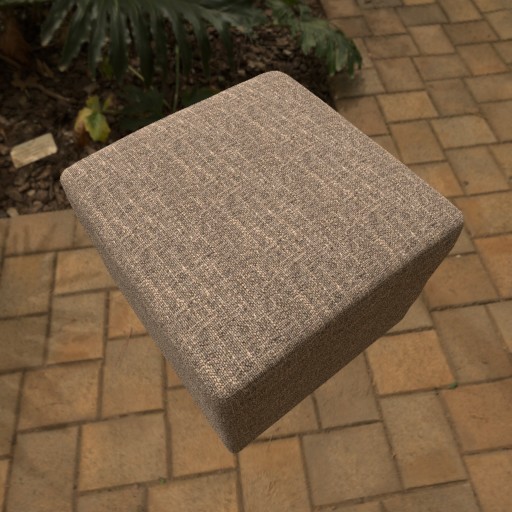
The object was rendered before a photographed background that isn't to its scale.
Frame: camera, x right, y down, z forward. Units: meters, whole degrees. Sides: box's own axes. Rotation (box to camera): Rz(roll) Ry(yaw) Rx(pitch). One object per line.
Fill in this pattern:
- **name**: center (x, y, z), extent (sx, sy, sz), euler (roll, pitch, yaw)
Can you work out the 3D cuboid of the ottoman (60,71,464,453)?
- **ottoman**: center (0.000, 0.000, 0.915), extent (0.512, 0.453, 0.521), euler (-33, 63, -19)
